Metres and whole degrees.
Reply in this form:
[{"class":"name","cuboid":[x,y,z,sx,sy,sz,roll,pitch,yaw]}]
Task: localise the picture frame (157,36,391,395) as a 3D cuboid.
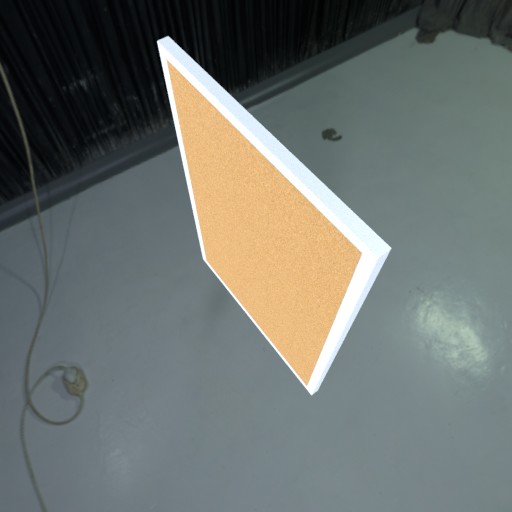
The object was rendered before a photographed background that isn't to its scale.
[{"class":"picture frame","cuboid":[0.000,0.000,0.563,0.013,0.434,0.305,-33,65,-17]}]
